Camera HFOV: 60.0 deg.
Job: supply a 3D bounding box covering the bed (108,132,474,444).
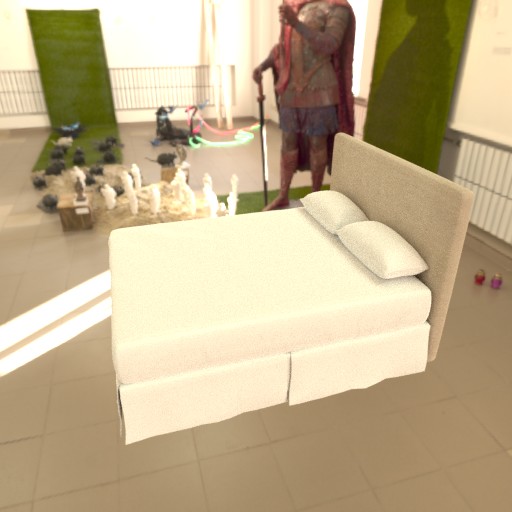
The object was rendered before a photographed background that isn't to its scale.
[{"bbox_3d":[0.000,0.000,3.230,2.162,1.330,1.713,-8,29,-15],"label":"bed"}]
